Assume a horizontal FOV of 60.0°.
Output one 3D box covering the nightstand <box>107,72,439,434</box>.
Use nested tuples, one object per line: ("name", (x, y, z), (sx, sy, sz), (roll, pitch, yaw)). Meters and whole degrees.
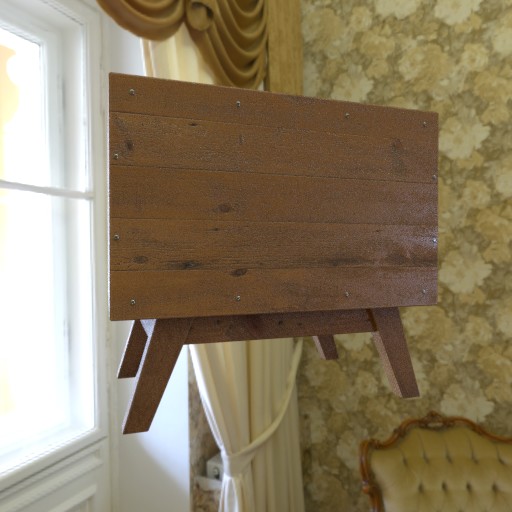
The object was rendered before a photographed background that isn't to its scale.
("nightstand", (0.000, 0.000, 1.030), (0.650, 0.599, 0.450), (0, 1, -19))
